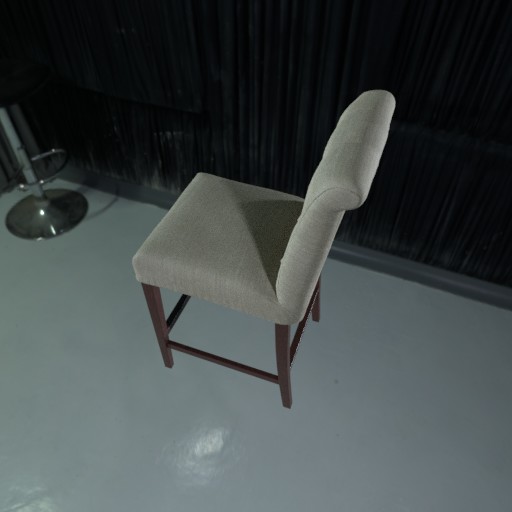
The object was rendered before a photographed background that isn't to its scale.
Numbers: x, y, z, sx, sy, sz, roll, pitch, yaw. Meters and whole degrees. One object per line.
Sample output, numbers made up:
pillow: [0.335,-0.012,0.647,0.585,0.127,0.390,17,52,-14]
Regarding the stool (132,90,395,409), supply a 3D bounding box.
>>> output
stool: [0.000,0.000,1.506,0.660,1.084,0.486,15,48,14]
